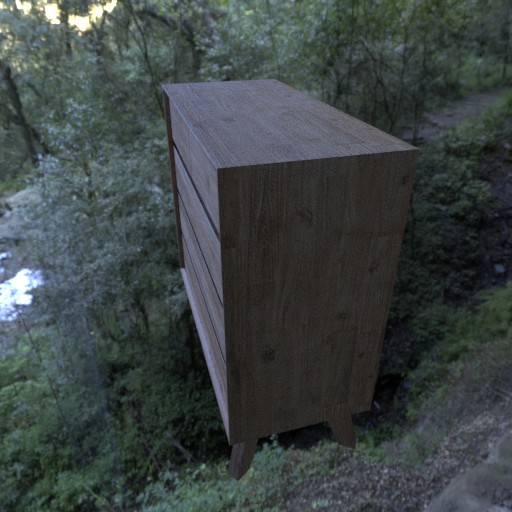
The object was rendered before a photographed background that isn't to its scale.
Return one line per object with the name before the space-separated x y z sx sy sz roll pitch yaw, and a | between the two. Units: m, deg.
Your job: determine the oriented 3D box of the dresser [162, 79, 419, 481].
dresser | 0.000 0.000 1.590 0.455 1.029 0.998 -9 31 -14
